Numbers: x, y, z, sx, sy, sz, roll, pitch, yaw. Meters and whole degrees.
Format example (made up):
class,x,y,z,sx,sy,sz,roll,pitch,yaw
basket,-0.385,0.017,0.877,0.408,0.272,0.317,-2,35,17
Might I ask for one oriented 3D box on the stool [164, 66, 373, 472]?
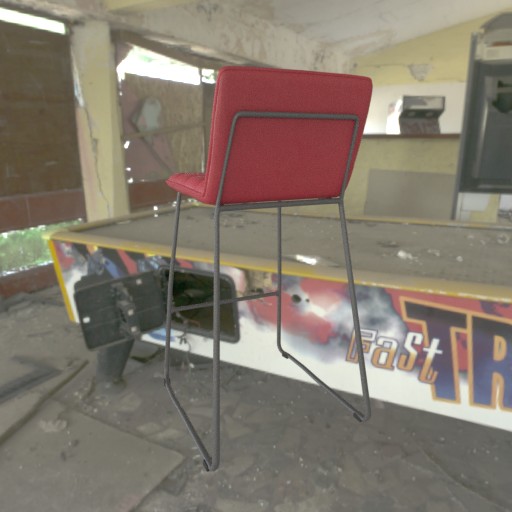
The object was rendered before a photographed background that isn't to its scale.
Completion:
class,x,y,z,sx,sy,sz,roll,pitch,yaw
stool,0.000,0.000,1.278,0.489,0.937,0.524,-7,16,-25
